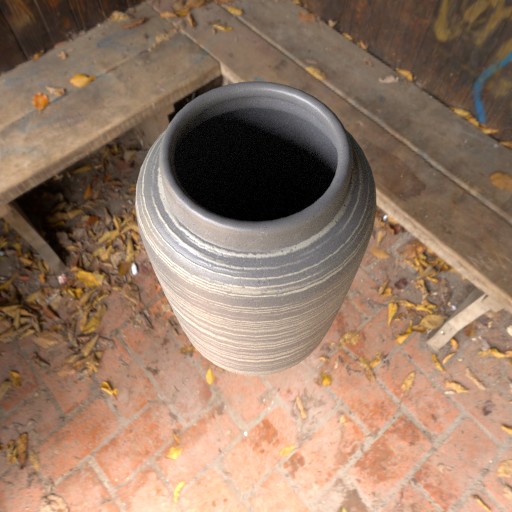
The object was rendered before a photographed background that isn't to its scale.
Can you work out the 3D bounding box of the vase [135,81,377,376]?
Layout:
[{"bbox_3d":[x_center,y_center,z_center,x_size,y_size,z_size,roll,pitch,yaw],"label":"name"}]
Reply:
[{"bbox_3d":[0.000,0.000,0.684,0.297,0.499,0.297,0,63,0],"label":"vase"}]
